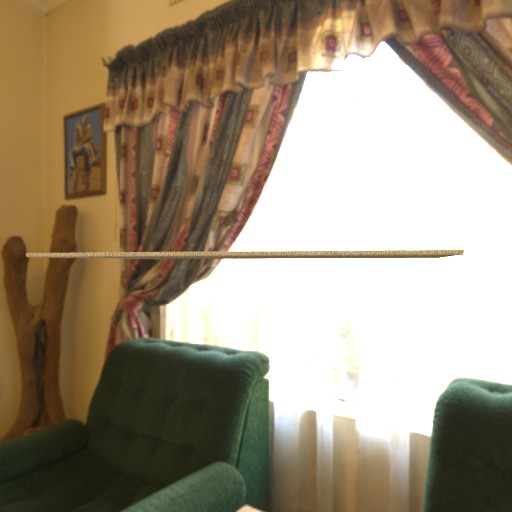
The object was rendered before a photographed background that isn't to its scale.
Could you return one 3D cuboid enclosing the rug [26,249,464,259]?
[{"bbox_3d":[0.000,0.000,2.936,2.346,0.025,1.500,0,-1,19],"label":"rug"}]
